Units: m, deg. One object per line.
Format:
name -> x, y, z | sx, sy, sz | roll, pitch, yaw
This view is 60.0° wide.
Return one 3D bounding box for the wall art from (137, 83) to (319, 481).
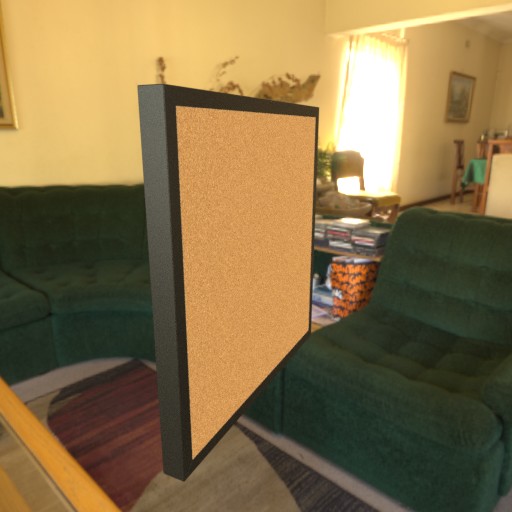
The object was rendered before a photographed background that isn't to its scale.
wall art -> 0.000, 0.000, 0.760 | 0.036, 0.508, 0.508 | 8, 17, 25
